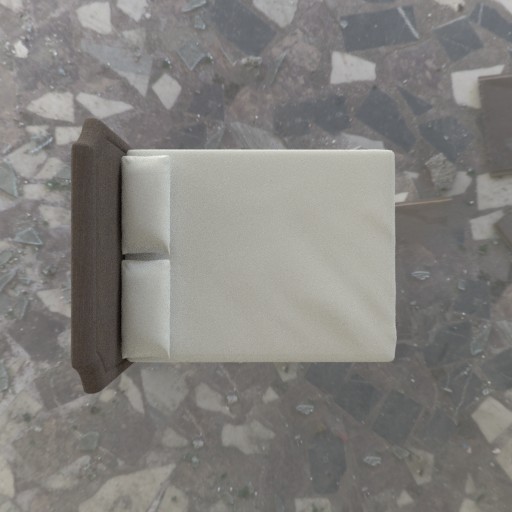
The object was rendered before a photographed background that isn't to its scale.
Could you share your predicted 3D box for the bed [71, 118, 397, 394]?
[{"bbox_3d":[0.000,0.000,3.140,2.116,1.290,1.693,0,90,0],"label":"bed"}]
